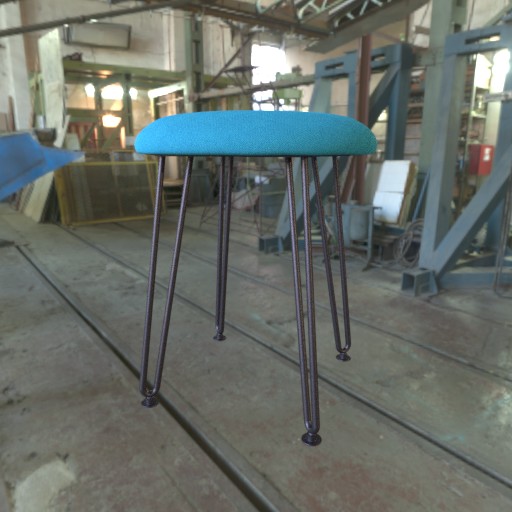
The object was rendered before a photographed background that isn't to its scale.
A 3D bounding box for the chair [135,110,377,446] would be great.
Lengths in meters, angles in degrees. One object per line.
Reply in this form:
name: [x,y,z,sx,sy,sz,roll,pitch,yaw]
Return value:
chair: [0.000,0.000,0.703,0.350,0.430,0.350,2,14,8]
